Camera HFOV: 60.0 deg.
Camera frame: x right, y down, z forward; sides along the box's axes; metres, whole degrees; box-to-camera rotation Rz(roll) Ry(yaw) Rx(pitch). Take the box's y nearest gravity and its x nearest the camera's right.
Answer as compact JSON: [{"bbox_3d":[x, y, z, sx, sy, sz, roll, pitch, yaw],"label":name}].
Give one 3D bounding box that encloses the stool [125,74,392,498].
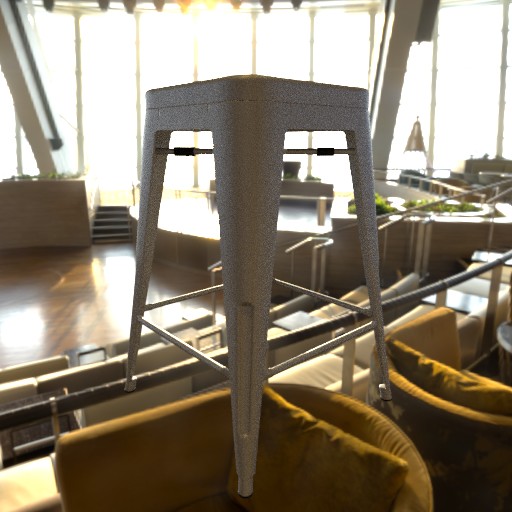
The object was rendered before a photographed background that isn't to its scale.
[{"bbox_3d":[0.000,0.000,0.861,0.406,0.610,0.406,-13,19,-40],"label":"stool"}]
